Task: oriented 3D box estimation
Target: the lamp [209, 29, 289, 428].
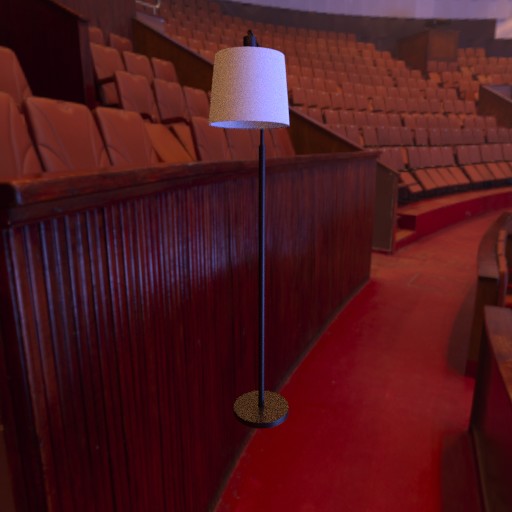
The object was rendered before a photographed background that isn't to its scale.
[{"bbox_3d":[0.000,0.000,1.639,0.254,1.478,0.508,3,15,10],"label":"lamp"}]
